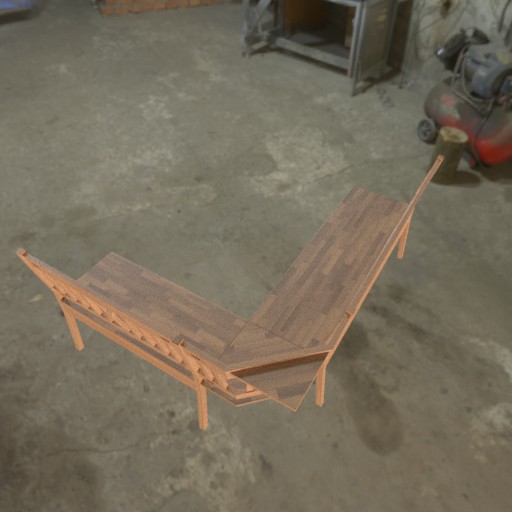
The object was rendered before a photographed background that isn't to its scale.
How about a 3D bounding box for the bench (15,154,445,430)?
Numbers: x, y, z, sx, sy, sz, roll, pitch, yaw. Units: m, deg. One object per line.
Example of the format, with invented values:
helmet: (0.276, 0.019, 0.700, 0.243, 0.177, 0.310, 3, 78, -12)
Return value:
bench: (0.000, 0.000, 2.752, 1.537, 0.902, 1.937, 24, 50, 22)
